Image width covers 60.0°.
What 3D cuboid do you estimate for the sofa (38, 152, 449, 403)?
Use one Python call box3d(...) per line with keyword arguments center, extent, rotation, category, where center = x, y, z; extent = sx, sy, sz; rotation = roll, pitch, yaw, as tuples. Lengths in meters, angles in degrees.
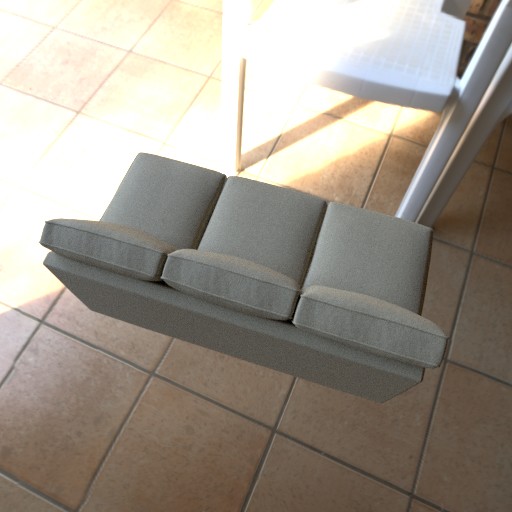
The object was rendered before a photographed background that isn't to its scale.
box3d(center=(0.000, 0.000, 2.568), extent=(1.962, 0.973, 1.027), rotation=(16, 65, 8), category="sofa")
